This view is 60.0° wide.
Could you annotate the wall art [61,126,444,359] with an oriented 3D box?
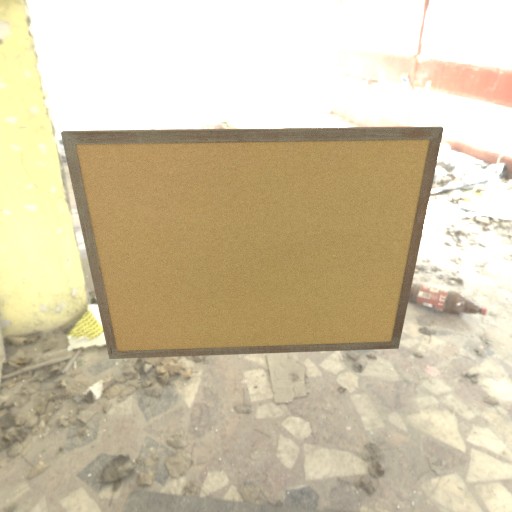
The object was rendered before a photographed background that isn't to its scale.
[{"bbox_3d":[0.000,0.000,1.368,1.012,0.774,0.019,-1,30,-3],"label":"wall art"}]
